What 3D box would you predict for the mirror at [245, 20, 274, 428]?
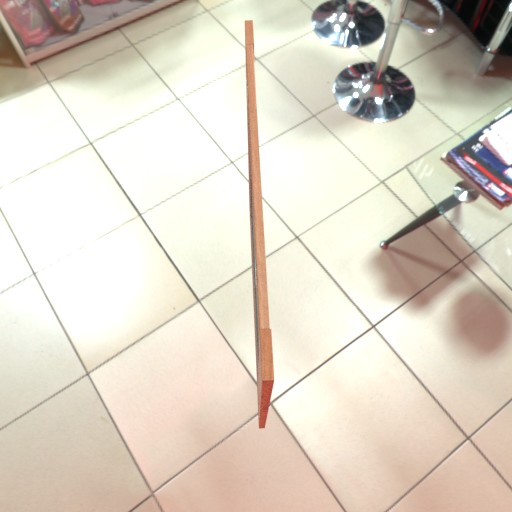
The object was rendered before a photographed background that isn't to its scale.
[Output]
[{"bbox_3d":[0.000,0.000,1.189,0.020,0.800,0.800,-2,64,-1],"label":"mirror"}]
